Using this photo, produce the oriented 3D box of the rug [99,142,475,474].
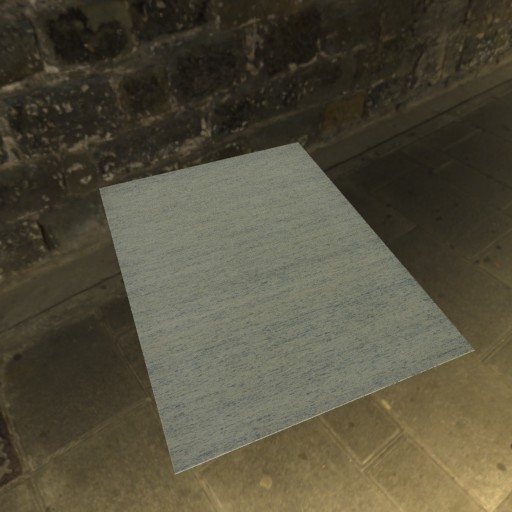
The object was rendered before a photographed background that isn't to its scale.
[{"bbox_3d":[0.000,0.000,4.207,2.438,0.006,3.197,-17,49,-15],"label":"rug"}]
